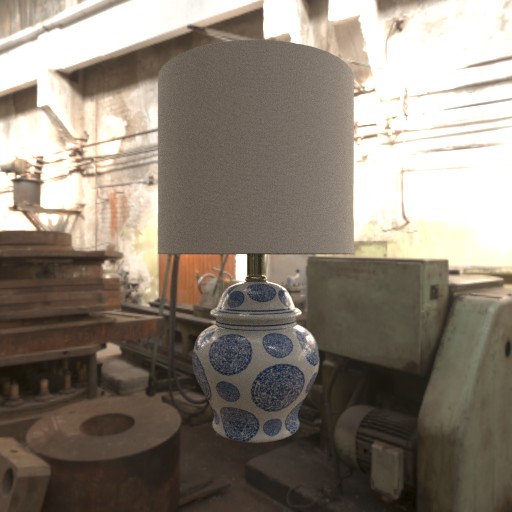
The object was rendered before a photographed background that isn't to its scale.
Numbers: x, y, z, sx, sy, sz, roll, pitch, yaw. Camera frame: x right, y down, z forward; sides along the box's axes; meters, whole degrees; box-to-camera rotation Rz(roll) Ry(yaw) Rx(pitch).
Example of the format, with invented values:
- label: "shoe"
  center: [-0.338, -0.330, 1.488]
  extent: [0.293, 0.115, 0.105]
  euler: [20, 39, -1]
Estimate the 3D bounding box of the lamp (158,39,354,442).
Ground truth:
- label: "lamp"
  center: [0.000, 0.000, 0.497]
  extent: [0.215, 0.381, 0.215]
  euler: [0, 0, 34]
